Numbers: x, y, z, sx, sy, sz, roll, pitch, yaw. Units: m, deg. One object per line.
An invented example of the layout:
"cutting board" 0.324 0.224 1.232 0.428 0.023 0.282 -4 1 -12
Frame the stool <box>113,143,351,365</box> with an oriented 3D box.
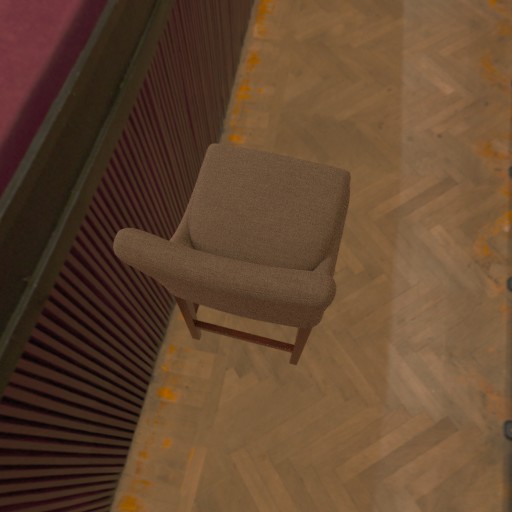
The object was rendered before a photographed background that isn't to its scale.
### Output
"stool" 0.000 0.000 1.329 0.470 0.981 0.577 13 66 6
